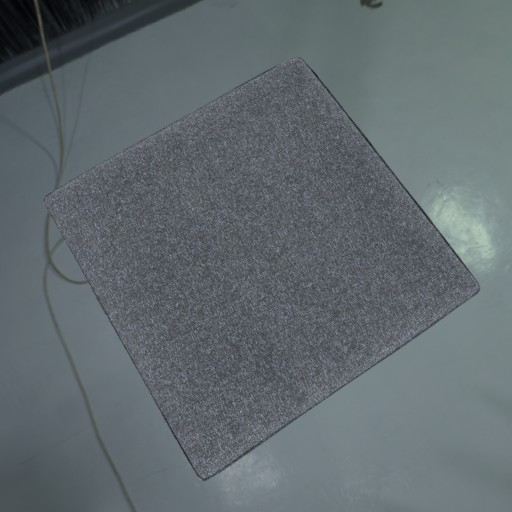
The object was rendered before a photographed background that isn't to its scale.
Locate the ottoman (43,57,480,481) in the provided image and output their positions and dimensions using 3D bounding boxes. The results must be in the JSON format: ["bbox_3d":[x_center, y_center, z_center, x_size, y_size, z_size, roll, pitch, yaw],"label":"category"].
[{"bbox_3d":[0.000,0.000,1.542,1.021,0.423,1.017,-31,78,-8],"label":"ottoman"}]
